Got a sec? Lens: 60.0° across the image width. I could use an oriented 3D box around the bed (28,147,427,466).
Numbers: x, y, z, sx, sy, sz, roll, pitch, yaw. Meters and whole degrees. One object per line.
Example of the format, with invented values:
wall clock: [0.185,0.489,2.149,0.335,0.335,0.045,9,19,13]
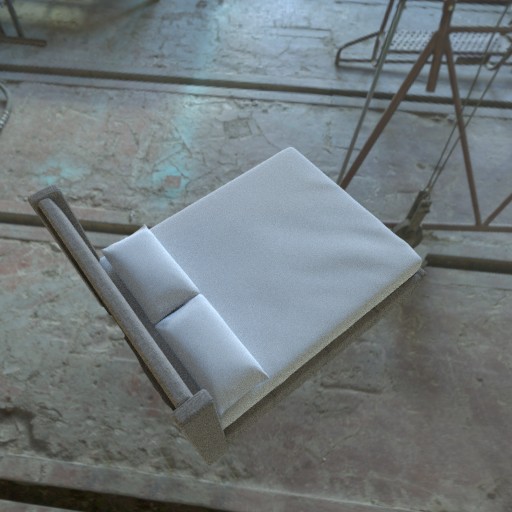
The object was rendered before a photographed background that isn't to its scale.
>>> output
bed: [0.000,0.000,3.345,2.245,1.481,1.714,-34,64,-19]
